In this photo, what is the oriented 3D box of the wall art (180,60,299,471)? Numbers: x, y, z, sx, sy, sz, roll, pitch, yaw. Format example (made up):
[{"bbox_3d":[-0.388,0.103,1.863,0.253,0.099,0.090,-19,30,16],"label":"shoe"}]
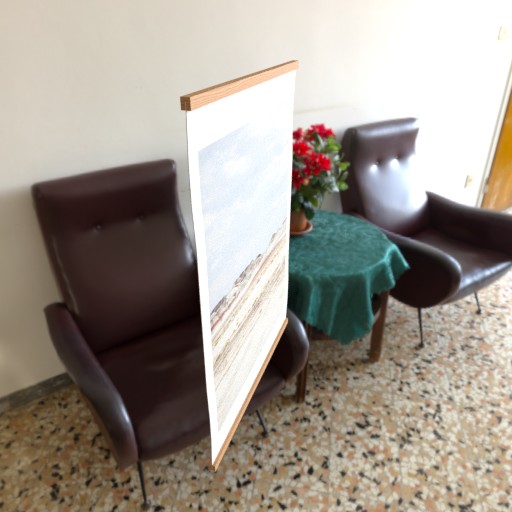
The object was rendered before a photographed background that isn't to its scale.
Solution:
[{"bbox_3d":[0.000,0.000,1.327,0.020,1.016,0.739,10,30,17],"label":"wall art"}]
